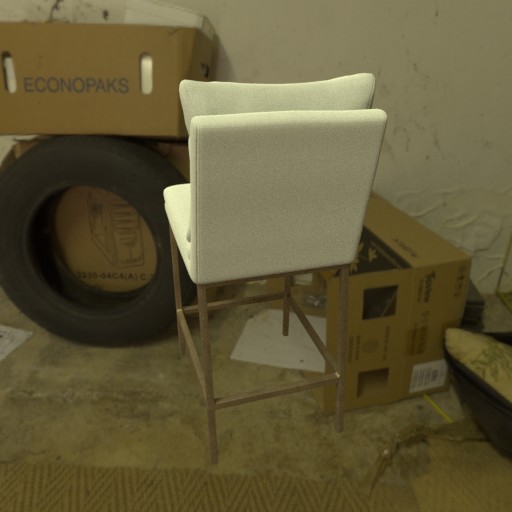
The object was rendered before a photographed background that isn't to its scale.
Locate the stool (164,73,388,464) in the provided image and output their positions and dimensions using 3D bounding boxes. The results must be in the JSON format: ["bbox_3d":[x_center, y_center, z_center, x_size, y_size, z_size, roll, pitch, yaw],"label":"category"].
[{"bbox_3d":[0.000,0.000,1.331,0.463,1.032,0.572,-8,27,-15],"label":"stool"}]
